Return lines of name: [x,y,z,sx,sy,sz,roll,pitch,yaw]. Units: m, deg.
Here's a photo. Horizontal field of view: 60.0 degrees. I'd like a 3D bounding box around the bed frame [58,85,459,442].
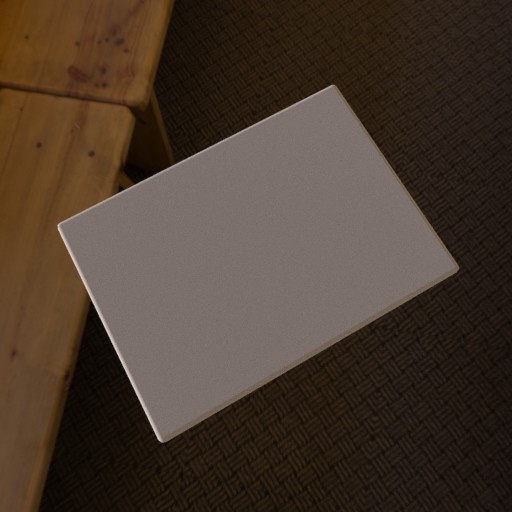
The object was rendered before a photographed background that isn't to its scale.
bed frame: [0.000,0.000,3.803,2.842,0.680,2.205,-21,78,-5]
